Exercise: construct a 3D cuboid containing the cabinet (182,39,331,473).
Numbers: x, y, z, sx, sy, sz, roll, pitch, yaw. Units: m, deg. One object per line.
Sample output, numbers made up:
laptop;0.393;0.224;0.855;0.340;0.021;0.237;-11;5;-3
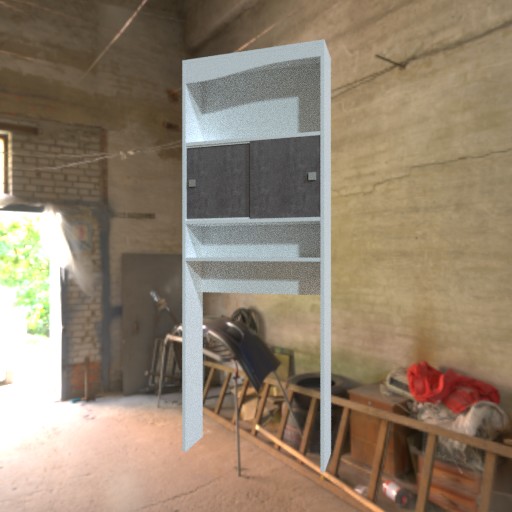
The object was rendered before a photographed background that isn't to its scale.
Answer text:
cabinet;0.000;0.000;1.992;0.643;1.770;0.192;0;0;18
